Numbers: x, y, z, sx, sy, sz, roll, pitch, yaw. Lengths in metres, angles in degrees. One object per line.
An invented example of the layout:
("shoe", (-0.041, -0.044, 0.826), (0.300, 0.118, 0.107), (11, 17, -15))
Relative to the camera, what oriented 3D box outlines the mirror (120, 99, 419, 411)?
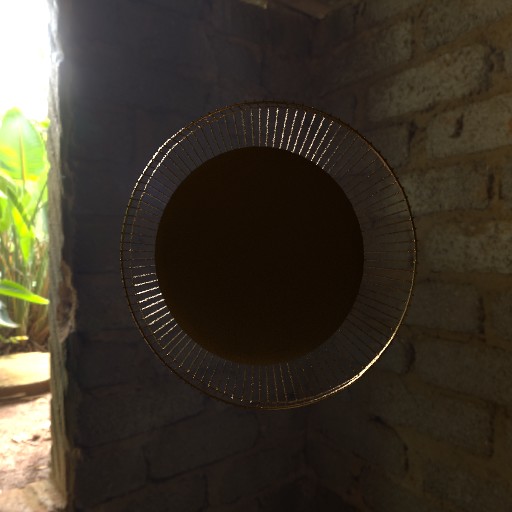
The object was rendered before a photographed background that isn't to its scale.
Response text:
("mirror", (0.000, 0.000, 1.017), (0.703, 0.703, 0.067), (0, 1, 17))
